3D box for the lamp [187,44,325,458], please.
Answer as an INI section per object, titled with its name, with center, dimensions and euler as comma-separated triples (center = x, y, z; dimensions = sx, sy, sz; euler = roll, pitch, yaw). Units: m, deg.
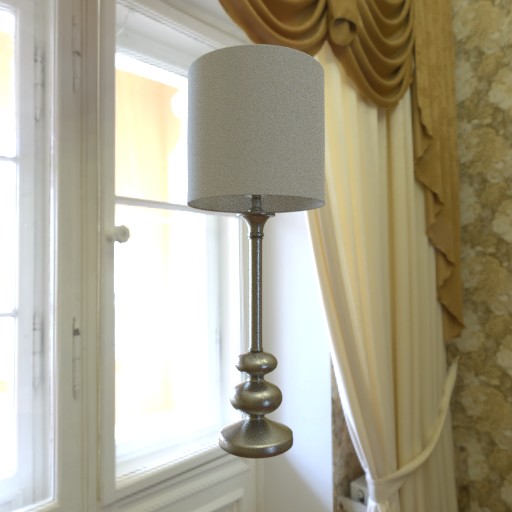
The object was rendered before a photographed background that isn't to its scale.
[lamp]
center = 0.000, 0.000, 0.822
dimensions = 0.254, 0.690, 0.254
euler = 0, -1, 0
